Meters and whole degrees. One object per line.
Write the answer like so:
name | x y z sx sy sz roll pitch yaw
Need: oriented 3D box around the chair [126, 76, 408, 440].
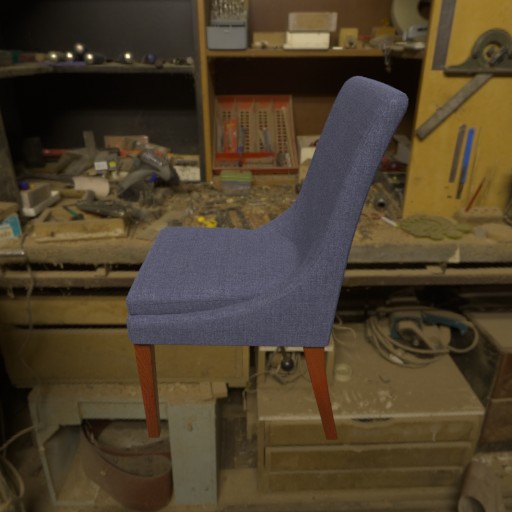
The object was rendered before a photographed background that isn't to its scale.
chair | 0.000 0.000 1.300 0.655 0.952 0.508 0 26 0
